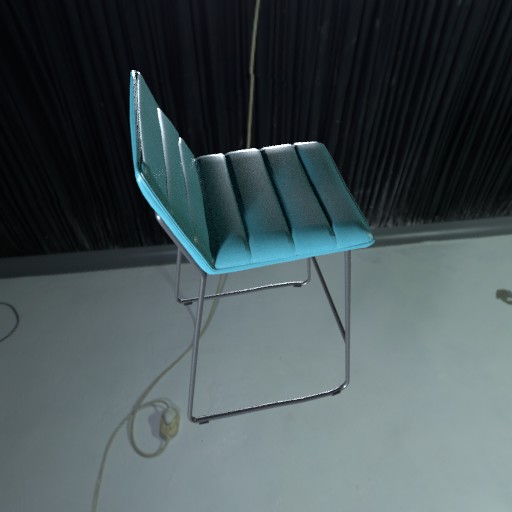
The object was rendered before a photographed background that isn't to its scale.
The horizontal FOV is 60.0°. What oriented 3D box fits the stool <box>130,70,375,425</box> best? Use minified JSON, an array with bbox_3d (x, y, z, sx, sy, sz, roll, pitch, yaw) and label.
[{"bbox_3d":[0.000,0.000,1.225,0.524,0.936,0.489,-9,48,-8],"label":"stool"}]
